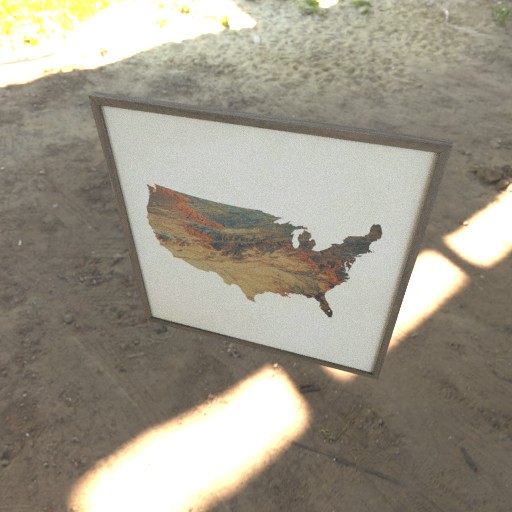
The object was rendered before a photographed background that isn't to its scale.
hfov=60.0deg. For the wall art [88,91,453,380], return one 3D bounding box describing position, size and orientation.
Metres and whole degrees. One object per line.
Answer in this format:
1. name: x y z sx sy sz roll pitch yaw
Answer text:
1. wall art: 0.000 0.000 0.766 0.508 0.507 0.016 12 43 13
